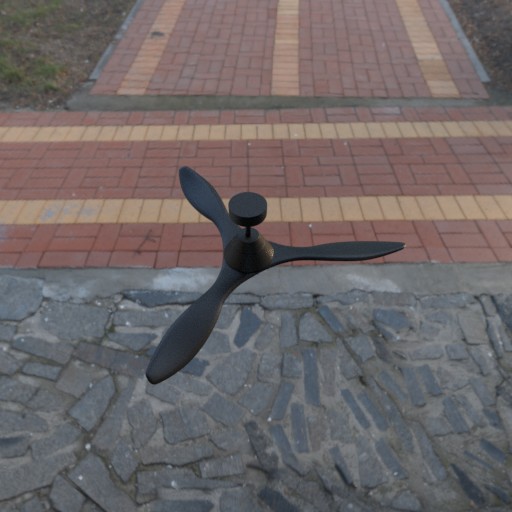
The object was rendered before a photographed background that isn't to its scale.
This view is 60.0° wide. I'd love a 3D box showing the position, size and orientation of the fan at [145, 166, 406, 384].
[{"bbox_3d":[0.000,0.000,1.616,1.067,0.305,1.067,12,48,11],"label":"fan"}]
